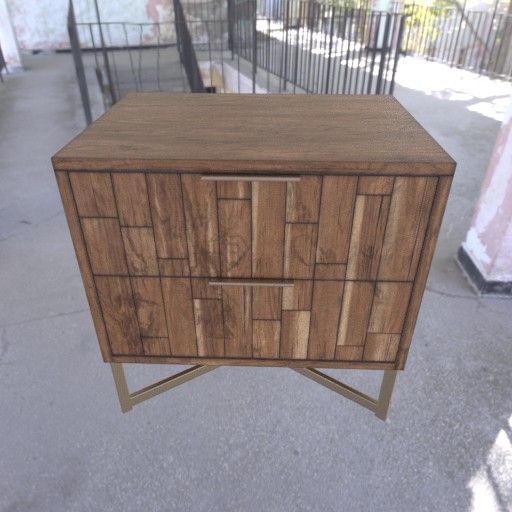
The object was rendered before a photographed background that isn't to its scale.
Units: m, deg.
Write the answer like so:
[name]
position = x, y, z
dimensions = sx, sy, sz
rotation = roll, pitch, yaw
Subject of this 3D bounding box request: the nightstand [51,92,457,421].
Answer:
[nightstand]
position = 0.000, 0.000, 1.004
dimensions = 0.610, 0.610, 0.446
rotation = 1, 33, 2
